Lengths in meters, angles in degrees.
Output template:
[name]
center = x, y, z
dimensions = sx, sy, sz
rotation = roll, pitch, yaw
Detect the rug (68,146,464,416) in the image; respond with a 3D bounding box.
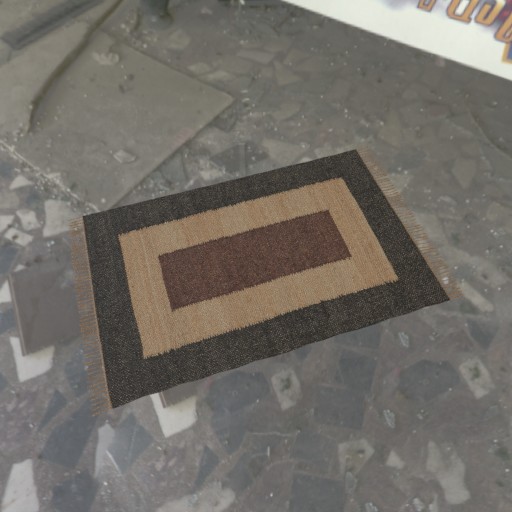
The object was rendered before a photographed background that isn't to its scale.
[rug]
center = 0.000, 0.000, 1.933
dimensions = 1.541, 0.013, 0.920
rotation = -16, 59, -10
